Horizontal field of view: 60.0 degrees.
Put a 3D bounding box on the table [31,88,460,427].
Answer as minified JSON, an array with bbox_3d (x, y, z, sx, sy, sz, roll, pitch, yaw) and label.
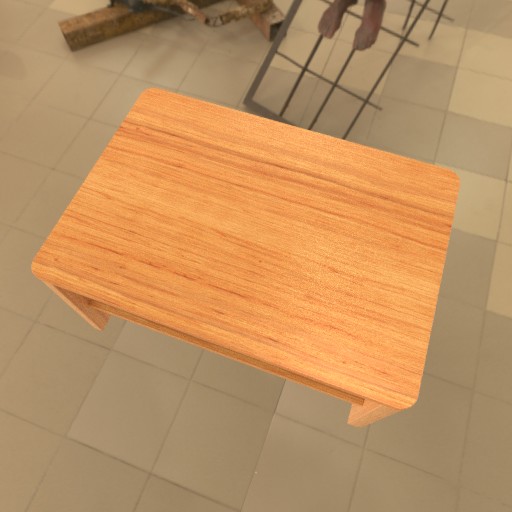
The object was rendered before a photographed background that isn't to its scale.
[{"bbox_3d":[0.000,0.000,1.393,0.997,0.445,0.696,18,65,9],"label":"table"}]
